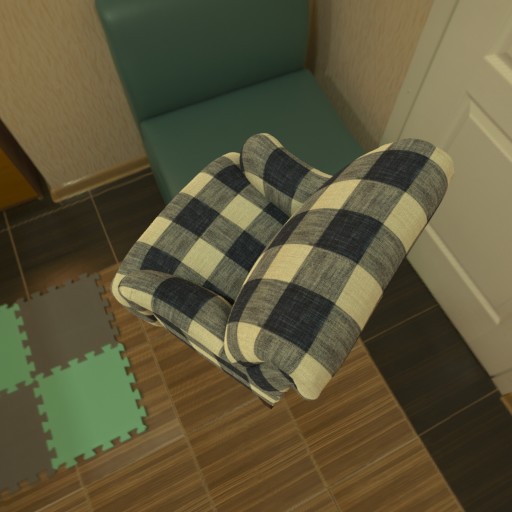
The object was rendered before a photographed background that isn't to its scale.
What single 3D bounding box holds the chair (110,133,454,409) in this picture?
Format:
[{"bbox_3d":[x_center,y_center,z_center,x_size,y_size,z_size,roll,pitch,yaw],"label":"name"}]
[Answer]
[{"bbox_3d":[0.000,0.000,1.553,0.848,0.953,0.781,32,68,14],"label":"chair"}]
